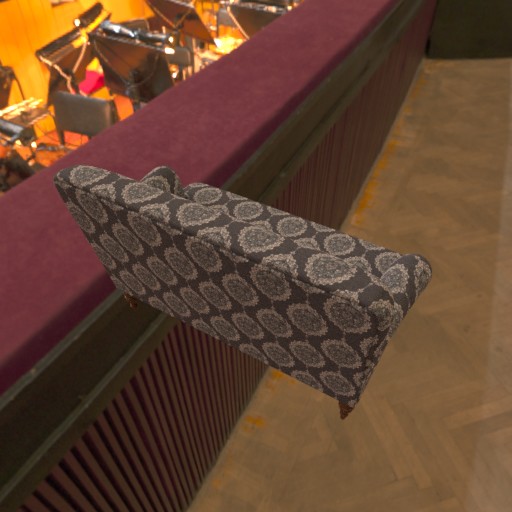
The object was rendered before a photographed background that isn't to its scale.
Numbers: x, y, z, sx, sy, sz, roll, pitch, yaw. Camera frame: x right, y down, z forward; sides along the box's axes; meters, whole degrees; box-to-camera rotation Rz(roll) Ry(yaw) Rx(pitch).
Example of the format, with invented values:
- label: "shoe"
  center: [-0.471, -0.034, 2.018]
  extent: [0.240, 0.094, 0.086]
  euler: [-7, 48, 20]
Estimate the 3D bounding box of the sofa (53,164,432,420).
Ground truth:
- label: "sofa"
  center: [0.000, 0.000, 1.806]
  extent: [1.297, 0.867, 0.779]
  euler: [22, 48, 21]
